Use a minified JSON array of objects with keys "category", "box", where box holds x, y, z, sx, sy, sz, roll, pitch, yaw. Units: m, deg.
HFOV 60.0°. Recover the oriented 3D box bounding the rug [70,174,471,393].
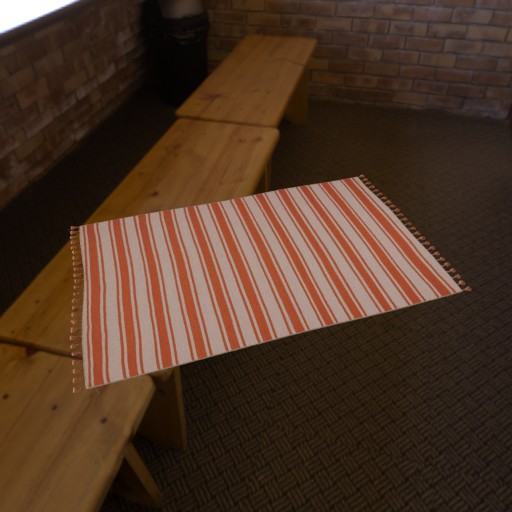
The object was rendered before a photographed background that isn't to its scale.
[{"category":"rug","box":[0.000,0.000,2.609,2.092,0.017,1.232,-12,43,-13]}]
